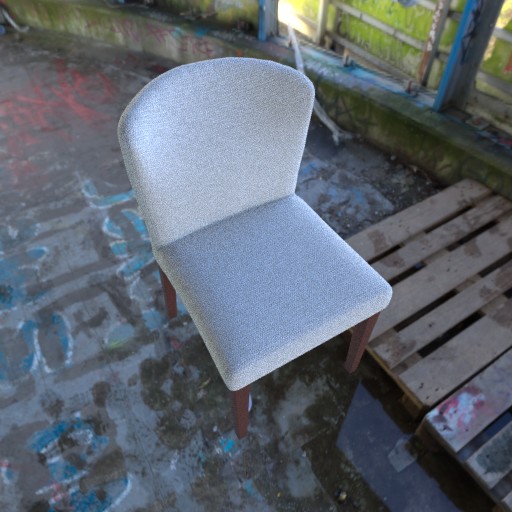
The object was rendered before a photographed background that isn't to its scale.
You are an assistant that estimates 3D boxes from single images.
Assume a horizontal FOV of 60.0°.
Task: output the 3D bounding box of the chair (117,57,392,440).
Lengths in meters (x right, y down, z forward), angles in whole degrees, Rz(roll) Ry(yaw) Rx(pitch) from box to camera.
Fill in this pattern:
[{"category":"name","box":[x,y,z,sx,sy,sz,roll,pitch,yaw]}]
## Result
[{"category":"chair","box":[0.000,0.000,1.199,0.491,0.839,0.589,-24,52,-20]}]
